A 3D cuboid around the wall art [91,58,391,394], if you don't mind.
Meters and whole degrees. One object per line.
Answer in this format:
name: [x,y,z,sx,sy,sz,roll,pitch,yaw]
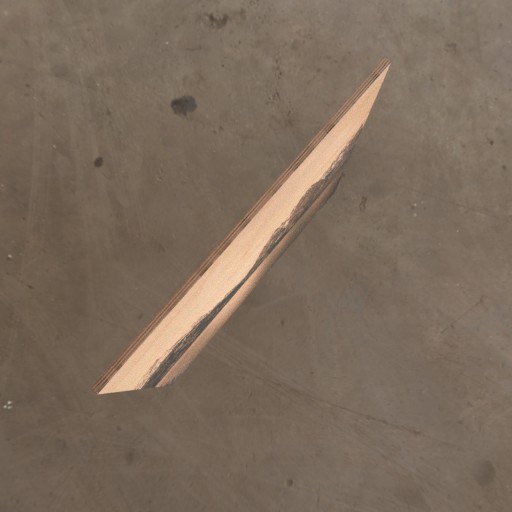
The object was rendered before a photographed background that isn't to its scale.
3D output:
wall art: [0.000,0.000,0.692,0.010,0.408,0.508,39,78,10]
